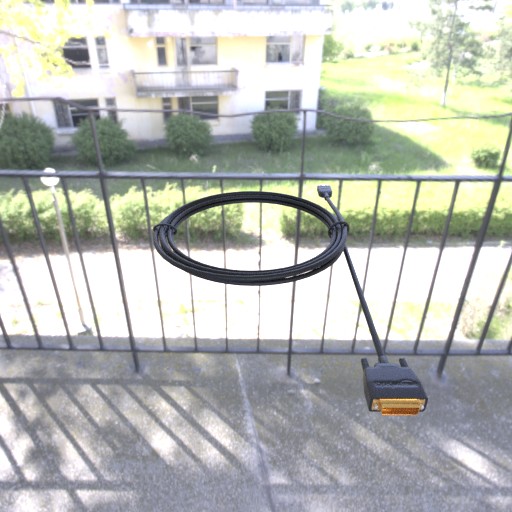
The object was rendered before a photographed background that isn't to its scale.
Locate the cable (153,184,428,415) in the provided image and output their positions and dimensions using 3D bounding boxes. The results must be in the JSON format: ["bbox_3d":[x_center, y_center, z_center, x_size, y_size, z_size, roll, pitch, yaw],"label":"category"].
[{"bbox_3d":[0.000,0.000,0.504,0.257,0.030,0.422,0,31,0],"label":"cable"}]
